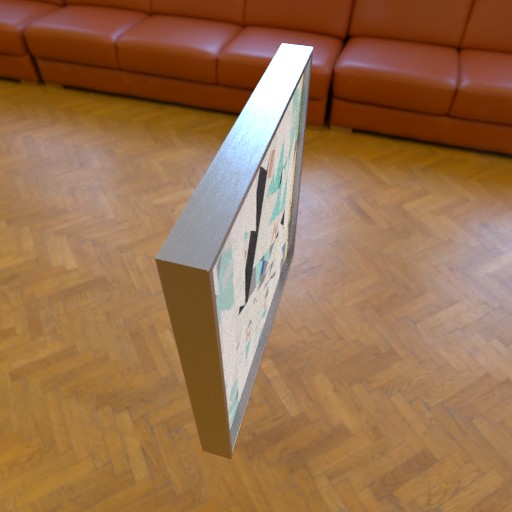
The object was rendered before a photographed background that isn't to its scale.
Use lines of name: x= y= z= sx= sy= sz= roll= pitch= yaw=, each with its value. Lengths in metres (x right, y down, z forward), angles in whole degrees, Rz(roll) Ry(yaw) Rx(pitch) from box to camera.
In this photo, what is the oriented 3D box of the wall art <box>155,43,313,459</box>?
wall art: x=0.000 y=0.000 z=0.524 sx=0.038 sy=0.350 sz=0.350 roll=12 pitch=48 yaw=11
